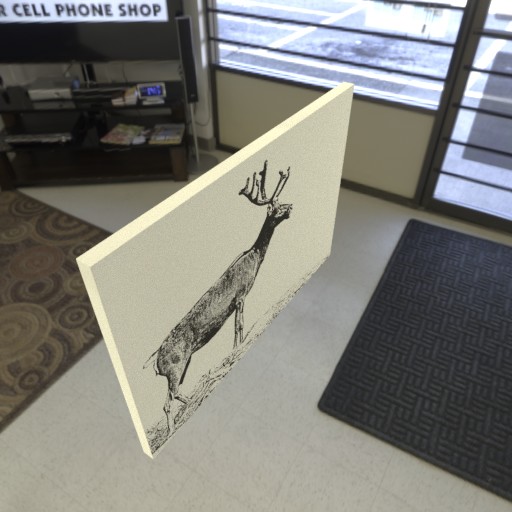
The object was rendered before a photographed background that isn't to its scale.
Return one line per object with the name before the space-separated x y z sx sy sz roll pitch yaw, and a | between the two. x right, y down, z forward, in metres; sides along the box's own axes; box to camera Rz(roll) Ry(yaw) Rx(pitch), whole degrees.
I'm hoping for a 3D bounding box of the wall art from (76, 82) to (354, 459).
wall art | 0.000 0.000 1.140 0.033 0.617 0.906 24 46 25
